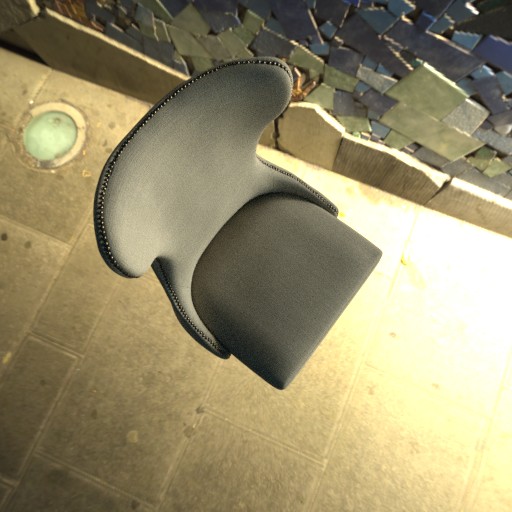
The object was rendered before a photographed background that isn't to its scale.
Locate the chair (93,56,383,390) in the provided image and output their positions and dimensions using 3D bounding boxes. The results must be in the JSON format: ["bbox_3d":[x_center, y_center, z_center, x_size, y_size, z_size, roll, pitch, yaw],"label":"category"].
[{"bbox_3d":[0.000,0.000,1.366,0.635,0.967,0.628,37,78,9],"label":"chair"}]
